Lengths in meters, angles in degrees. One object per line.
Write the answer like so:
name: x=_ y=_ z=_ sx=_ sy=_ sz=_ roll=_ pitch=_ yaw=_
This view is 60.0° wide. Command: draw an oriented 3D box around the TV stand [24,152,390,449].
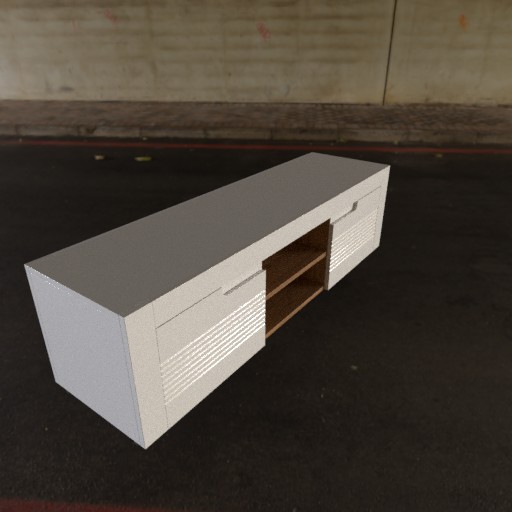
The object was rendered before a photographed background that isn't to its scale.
TV stand: x=0.000 y=0.000 z=1.697 sx=0.410 sy=0.440 sz=1.500 roll=19 pitch=32 yaw=32
